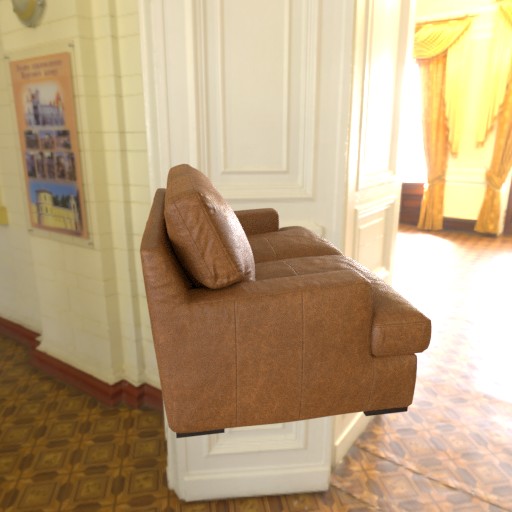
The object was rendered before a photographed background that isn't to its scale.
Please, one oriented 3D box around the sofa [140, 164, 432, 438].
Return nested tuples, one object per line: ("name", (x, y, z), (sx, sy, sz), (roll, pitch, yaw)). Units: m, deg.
("sofa", (0.000, 0.000, 2.526), (1.144, 0.966, 1.880), (-3, 16, -10))
